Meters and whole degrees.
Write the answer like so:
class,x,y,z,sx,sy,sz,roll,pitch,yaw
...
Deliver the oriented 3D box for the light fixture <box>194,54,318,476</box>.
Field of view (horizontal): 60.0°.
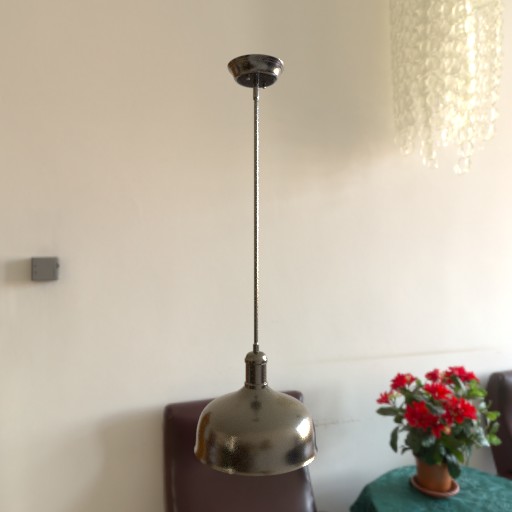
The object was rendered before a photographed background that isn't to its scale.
class,x,y,z,sx,sy,sz,roll,pitch,yaw
light fixture,0.000,0.000,1.093,0.299,0.935,0.299,-1,-1,36
